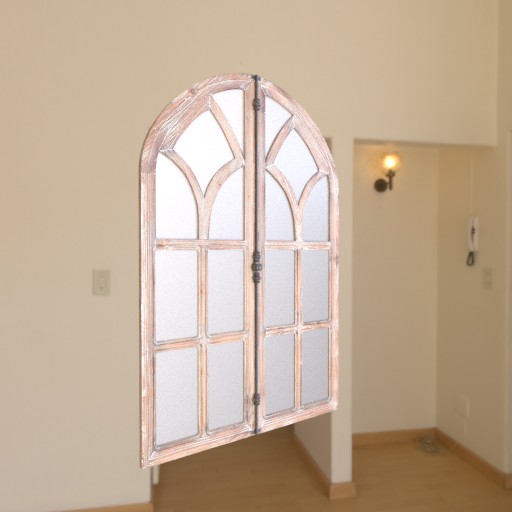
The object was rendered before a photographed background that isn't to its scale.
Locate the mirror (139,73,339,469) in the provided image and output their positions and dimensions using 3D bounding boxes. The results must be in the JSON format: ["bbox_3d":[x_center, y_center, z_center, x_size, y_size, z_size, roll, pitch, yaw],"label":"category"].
[{"bbox_3d":[0.000,0.000,1.129,0.609,0.915,0.032,-1,1,-36],"label":"mirror"}]
